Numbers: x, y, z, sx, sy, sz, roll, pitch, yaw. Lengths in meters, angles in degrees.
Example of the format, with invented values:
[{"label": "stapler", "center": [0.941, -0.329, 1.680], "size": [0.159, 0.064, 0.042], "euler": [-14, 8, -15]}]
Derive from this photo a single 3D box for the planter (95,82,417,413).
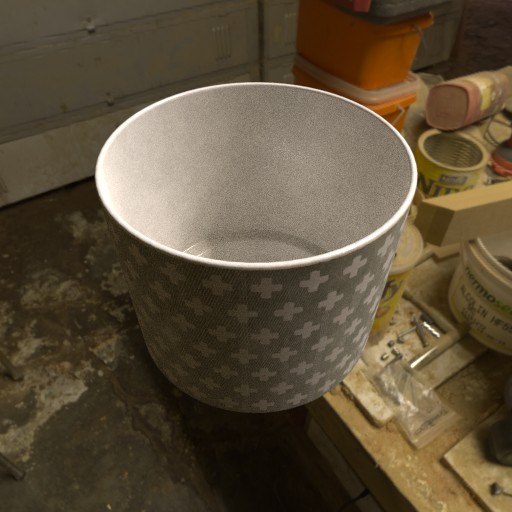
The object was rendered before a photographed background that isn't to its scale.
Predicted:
[{"label": "planter", "center": [0.000, 0.000, 0.333], "size": [0.190, 0.181, 0.190], "euler": [0, 46, 0]}]
